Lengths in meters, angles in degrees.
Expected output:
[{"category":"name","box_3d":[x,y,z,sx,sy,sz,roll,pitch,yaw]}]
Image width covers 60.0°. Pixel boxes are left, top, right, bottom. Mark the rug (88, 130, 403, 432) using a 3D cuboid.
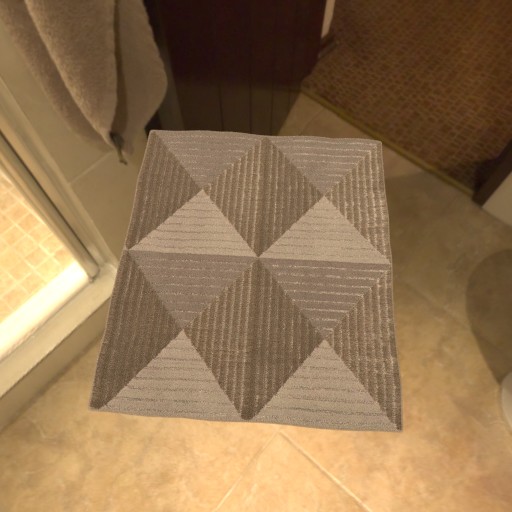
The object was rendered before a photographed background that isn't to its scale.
[{"category":"rug","box_3d":[0.000,0.000,0.902,0.551,0.008,0.642,3,64,2]}]
